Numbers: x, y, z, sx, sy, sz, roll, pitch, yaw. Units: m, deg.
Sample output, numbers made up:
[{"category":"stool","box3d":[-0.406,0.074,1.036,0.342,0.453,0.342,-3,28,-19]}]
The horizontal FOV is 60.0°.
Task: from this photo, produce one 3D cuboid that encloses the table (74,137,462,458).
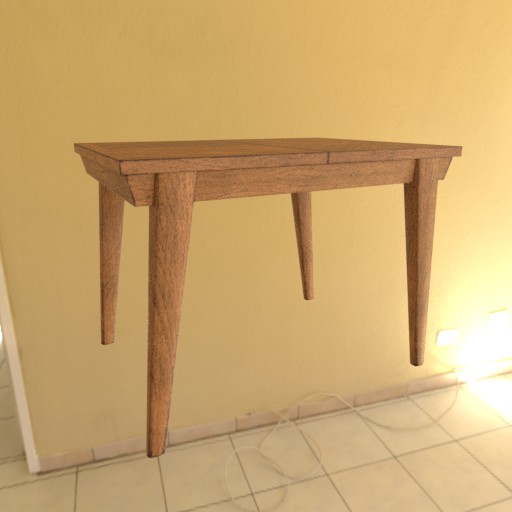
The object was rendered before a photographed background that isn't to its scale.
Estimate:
[{"category":"table","box3d":[0.000,0.000,1.557,1.027,0.760,0.757,-9,19,-27]}]
